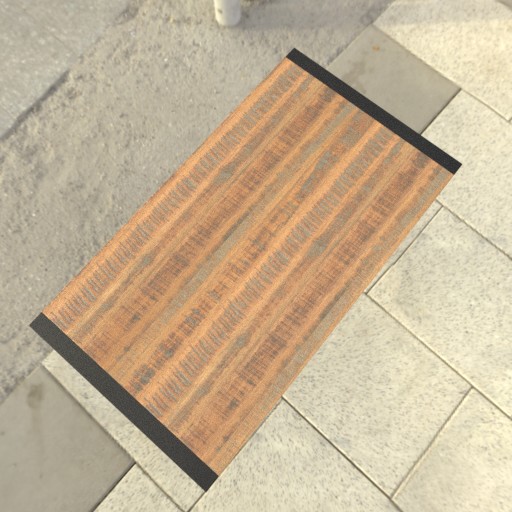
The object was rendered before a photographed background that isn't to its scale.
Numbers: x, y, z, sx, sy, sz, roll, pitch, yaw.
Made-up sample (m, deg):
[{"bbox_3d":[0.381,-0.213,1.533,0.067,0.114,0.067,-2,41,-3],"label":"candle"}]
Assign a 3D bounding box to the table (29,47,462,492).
[{"bbox_3d":[0.000,0.000,1.664,0.750,0.400,1.350,39,79,9],"label":"table"}]
